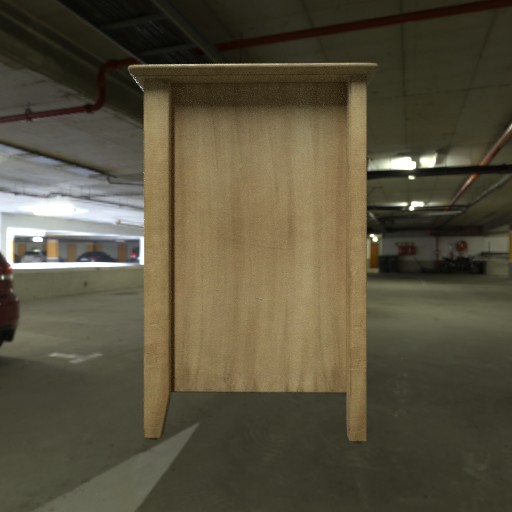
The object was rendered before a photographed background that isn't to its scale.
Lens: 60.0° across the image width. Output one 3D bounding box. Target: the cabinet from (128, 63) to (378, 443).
[{"bbox_3d":[0.000,0.000,1.258,0.503,0.762,0.763,0,0,1],"label":"cabinet"}]
